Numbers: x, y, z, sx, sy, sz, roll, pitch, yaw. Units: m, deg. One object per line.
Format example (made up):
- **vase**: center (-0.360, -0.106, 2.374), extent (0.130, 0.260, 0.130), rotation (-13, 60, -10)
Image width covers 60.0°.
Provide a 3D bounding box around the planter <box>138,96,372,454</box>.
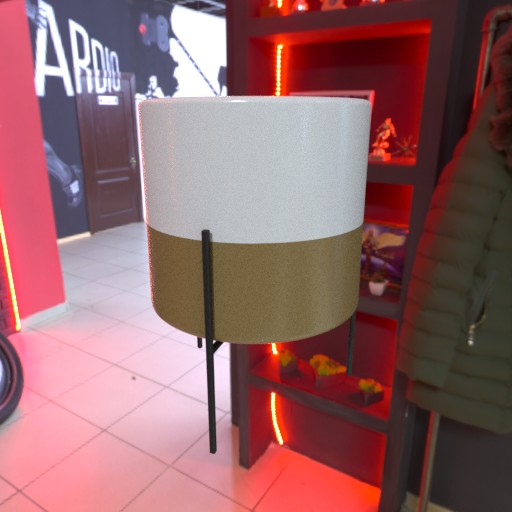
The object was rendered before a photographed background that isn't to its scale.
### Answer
- **planter**: center (0.000, 0.000, 0.654), extent (0.310, 0.432, 0.310), rotation (-8, 19, -24)
